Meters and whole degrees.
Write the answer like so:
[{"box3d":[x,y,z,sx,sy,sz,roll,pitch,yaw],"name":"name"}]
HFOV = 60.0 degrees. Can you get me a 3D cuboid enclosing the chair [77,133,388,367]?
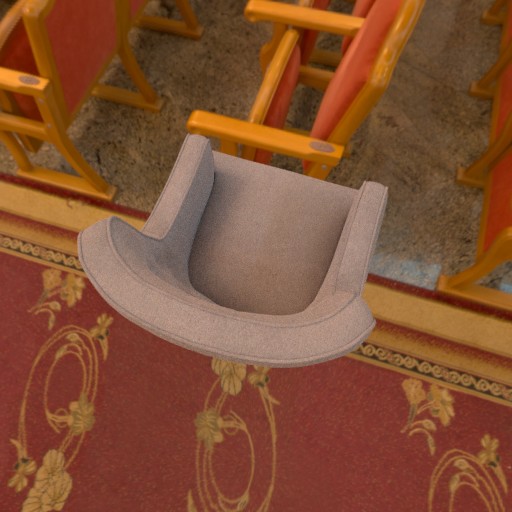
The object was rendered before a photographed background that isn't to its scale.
[{"box3d":[0.000,0.000,1.579,0.781,0.919,0.910,17,66,8],"name":"chair"}]
